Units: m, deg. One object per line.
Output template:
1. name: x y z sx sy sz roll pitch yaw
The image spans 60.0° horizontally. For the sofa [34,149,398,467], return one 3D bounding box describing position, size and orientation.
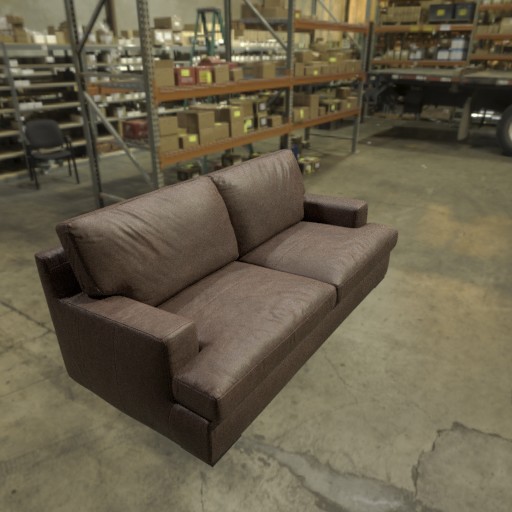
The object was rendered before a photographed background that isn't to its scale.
1. sofa: 0.000 0.000 2.787 1.143 0.941 2.261 16 30 31
